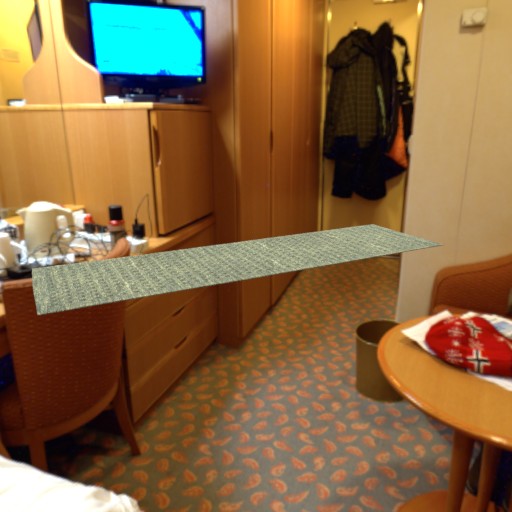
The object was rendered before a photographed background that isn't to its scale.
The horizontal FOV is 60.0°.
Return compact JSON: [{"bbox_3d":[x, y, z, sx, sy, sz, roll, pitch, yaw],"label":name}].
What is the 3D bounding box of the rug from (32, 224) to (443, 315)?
[{"bbox_3d":[0.000,0.000,2.695,2.443,0.008,0.688,-9,19,-26],"label":"rug"}]
